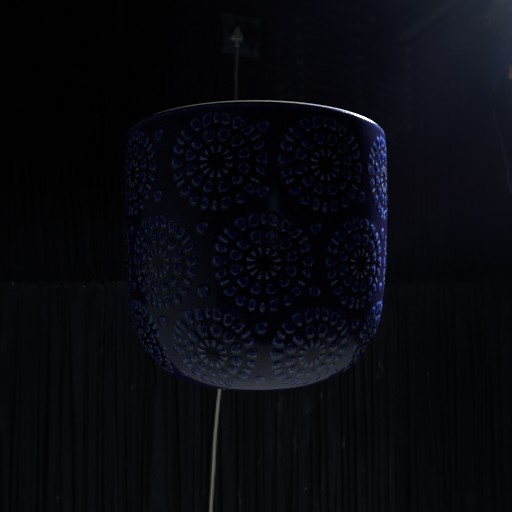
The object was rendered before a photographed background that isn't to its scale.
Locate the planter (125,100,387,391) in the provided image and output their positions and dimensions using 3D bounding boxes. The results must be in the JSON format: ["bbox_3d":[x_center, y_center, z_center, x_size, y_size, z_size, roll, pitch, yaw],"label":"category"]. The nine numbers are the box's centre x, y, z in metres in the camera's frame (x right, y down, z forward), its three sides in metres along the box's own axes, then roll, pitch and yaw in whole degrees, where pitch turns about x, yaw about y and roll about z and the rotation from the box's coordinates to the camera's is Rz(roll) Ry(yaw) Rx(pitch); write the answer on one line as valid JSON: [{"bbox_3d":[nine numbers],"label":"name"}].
[{"bbox_3d":[0.000,0.000,0.291,0.165,0.149,0.165,0,0,0],"label":"planter"}]
